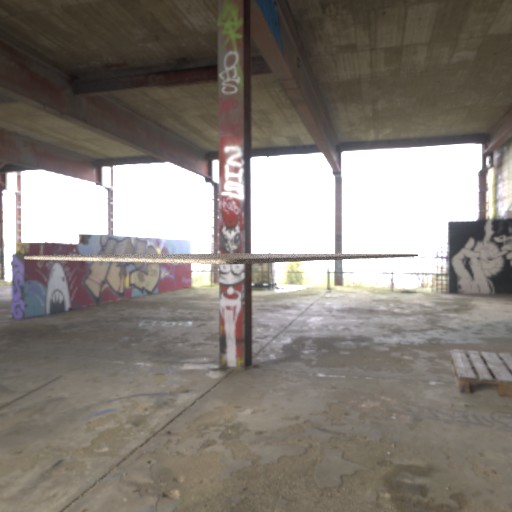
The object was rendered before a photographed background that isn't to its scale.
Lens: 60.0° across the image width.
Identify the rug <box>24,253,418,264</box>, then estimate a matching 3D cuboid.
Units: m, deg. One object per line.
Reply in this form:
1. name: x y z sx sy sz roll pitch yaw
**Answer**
1. rug: 0.000 0.000 3.086 1.539 0.024 2.469 1 1 36
